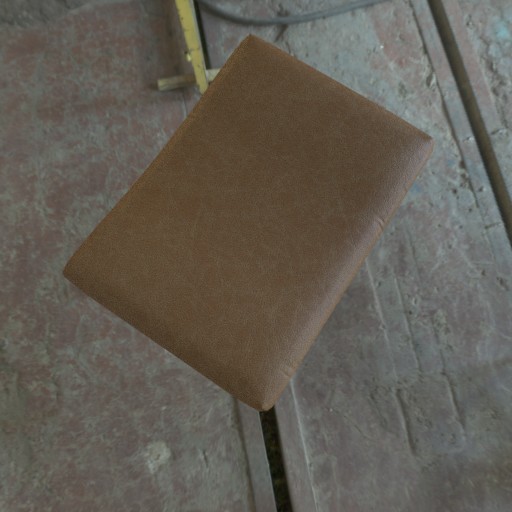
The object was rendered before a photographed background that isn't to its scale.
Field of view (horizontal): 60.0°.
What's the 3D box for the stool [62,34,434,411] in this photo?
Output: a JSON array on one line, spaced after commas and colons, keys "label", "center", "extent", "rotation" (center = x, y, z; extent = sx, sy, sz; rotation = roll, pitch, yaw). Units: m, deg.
[{"label": "stool", "center": [0.000, 0.000, 0.936], "extent": [0.361, 0.660, 0.500], "rotation": [33, 79, 8]}]
